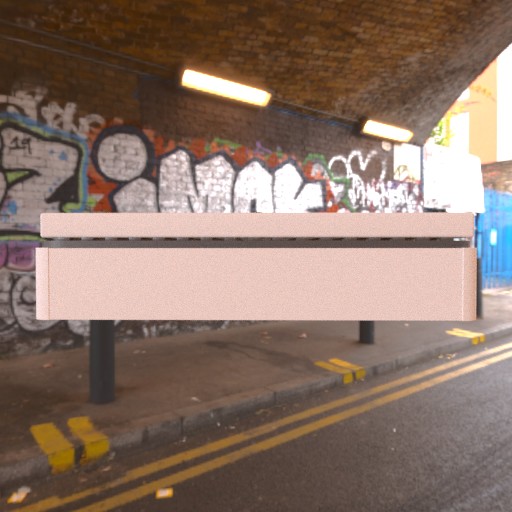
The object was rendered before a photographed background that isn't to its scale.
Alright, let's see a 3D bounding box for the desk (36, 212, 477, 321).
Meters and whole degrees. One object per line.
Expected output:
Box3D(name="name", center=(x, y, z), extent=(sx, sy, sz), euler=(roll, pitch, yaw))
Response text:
Box3D(name="desk", center=(0.000, 0.000, 2.306), extent=(1.900, 0.526, 0.900), euler=(0, 1, 1))
